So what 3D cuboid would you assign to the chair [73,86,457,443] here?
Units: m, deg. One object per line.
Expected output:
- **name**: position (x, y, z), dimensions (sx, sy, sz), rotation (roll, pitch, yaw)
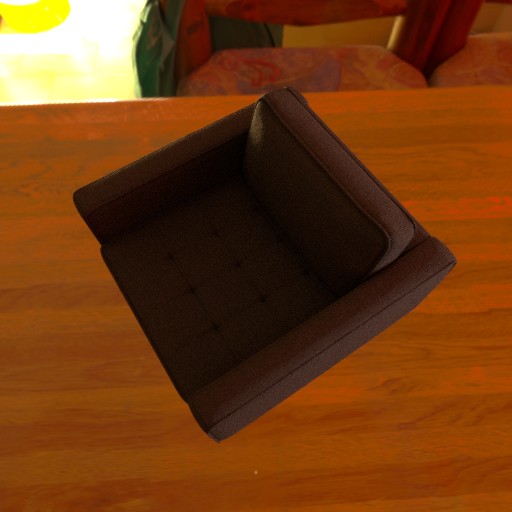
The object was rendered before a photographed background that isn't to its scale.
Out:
- **chair**: position (0.000, 0.000, 1.574), dimensions (0.919, 0.770, 0.899), rotation (-31, 68, -14)
